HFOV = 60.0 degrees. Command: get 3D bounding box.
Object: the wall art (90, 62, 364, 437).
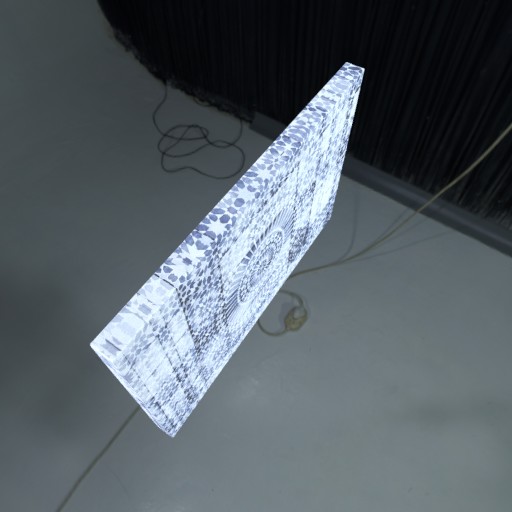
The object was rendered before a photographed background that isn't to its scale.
[{"bbox_3d":[0.000,0.000,1.170,0.057,0.608,0.911,29,62,17],"label":"wall art"}]
